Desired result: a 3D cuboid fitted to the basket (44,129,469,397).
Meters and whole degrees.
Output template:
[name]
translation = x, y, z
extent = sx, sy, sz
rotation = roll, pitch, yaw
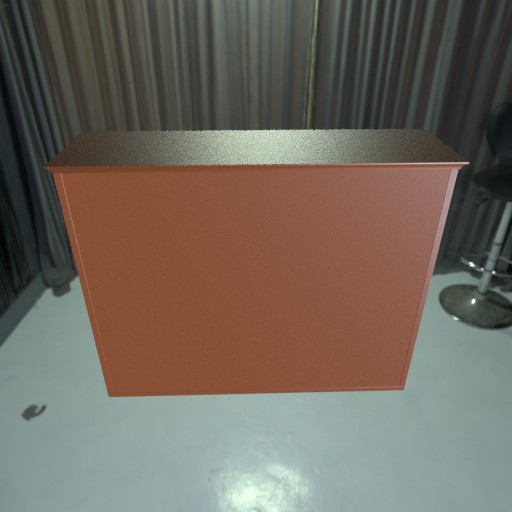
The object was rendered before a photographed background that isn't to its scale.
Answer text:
[basket]
translation = 0.000, 0.000, 1.147
extent = 0.792, 0.625, 0.376
rotation = -1, 31, -1
